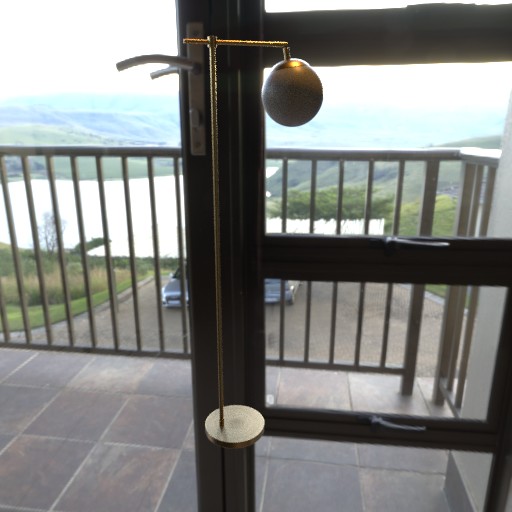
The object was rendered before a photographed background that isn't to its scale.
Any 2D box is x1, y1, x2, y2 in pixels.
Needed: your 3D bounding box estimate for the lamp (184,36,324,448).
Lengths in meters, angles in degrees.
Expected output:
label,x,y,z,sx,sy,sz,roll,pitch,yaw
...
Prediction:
label,x,y,z,sx,sy,sz,roll,pitch,yaw
lamp,0.000,0.000,1.681,0.476,1.505,0.249,-3,16,-10
